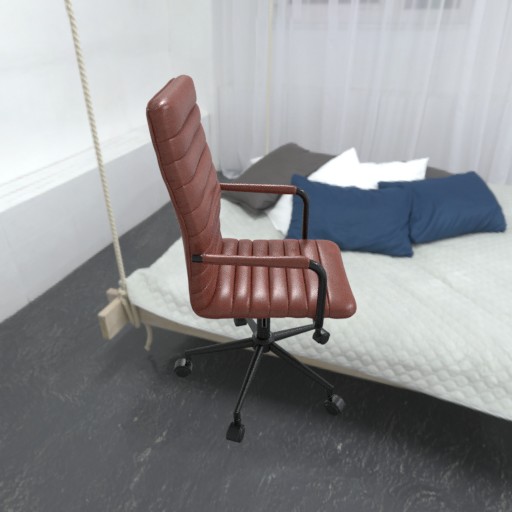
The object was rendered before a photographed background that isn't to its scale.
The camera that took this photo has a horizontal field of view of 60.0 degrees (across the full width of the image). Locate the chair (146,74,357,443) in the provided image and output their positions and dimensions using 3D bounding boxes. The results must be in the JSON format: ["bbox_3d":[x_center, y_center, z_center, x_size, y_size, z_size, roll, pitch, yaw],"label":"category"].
[{"bbox_3d":[0.000,0.000,1.341,0.580,0.979,0.608,0,31,0],"label":"chair"}]
